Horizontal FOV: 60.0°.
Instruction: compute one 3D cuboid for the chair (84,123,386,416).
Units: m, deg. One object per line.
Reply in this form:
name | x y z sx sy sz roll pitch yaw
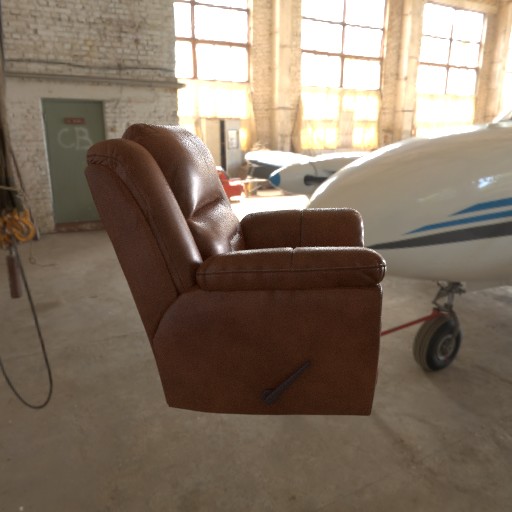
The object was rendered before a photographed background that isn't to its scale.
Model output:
chair | 0.000 0.000 1.916 1.041 1.093 0.990 2 16 7
